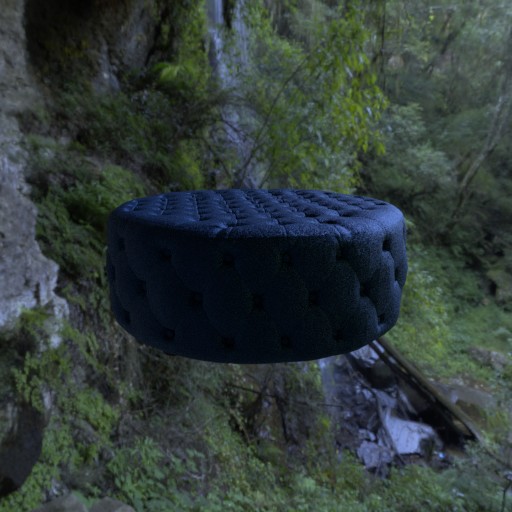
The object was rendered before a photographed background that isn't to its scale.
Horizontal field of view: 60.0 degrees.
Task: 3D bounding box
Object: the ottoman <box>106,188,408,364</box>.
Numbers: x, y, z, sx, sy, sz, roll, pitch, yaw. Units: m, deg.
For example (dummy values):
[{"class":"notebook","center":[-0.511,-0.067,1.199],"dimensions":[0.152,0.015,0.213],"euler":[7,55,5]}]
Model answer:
[{"class":"ottoman","center":[0.000,0.000,1.546],"dimensions":[0.998,0.398,0.998],"euler":[0,14,0]}]
